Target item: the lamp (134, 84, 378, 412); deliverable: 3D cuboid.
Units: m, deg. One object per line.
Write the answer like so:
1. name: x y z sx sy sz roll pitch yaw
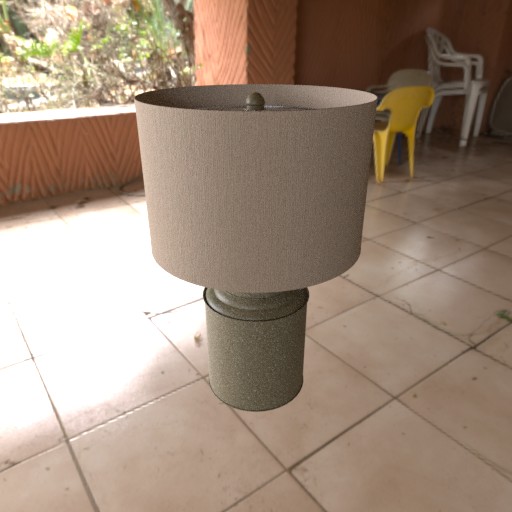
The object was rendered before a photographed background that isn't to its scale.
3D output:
1. lamp: 0.000 0.000 0.698 0.318 0.486 0.318 0 26 0
